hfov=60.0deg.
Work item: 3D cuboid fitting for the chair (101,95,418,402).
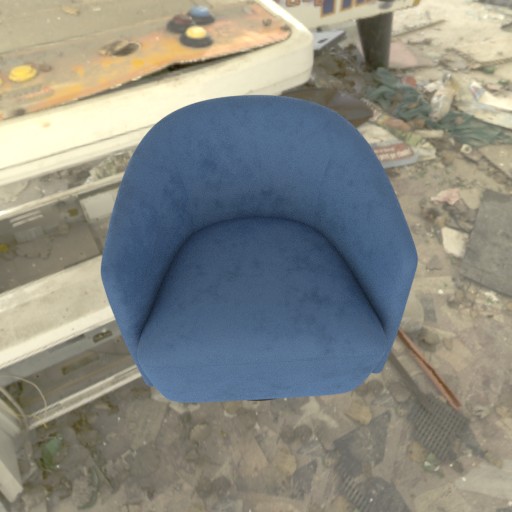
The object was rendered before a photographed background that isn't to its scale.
[{"bbox_3d":[0.000,0.000,1.382,0.773,0.698,0.767,-2,48,-2],"label":"chair"}]
